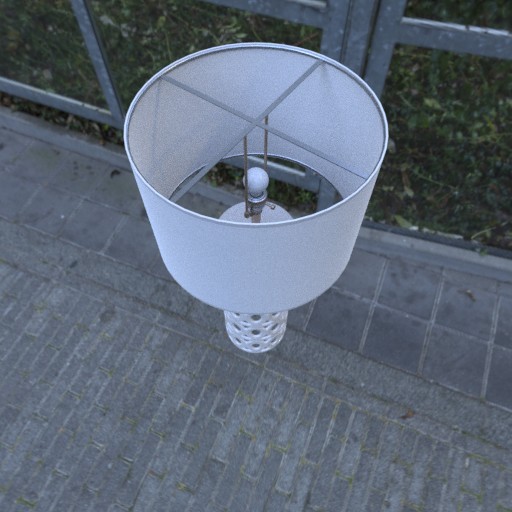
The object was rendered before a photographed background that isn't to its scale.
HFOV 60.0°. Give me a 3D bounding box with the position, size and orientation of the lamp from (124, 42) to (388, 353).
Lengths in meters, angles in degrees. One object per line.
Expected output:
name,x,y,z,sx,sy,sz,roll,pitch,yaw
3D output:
lamp,0.000,0.000,0.820,0.324,0.636,0.325,31,63,18
